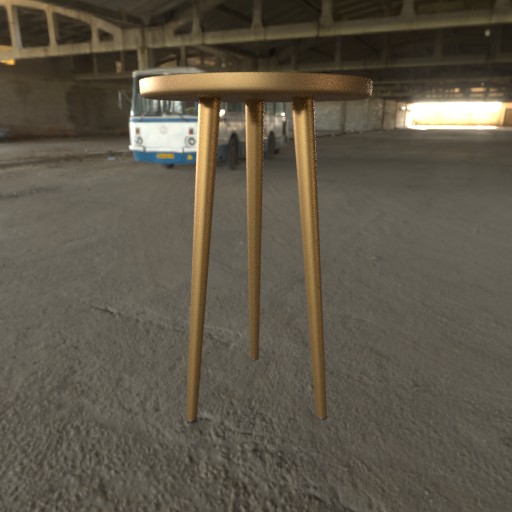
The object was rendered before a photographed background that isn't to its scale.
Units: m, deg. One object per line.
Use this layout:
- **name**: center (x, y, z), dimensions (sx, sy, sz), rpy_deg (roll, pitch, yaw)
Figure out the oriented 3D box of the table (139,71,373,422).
- **table**: center (0.000, 0.000, 0.657), dimensions (0.299, 0.480, 0.299), rpy_deg (8, 19, 24)
